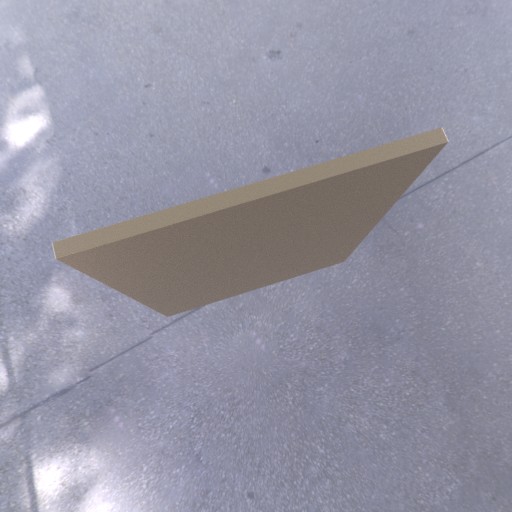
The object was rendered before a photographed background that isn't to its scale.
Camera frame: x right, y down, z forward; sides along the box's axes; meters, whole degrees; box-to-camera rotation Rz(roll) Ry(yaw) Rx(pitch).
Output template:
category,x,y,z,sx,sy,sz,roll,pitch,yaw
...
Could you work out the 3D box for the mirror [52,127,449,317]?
category,x,y,z,sx,sy,sz,roll,pitch,yaw
mirror,0.000,0.000,1.312,0.756,1.023,0.032,-17,77,-4
